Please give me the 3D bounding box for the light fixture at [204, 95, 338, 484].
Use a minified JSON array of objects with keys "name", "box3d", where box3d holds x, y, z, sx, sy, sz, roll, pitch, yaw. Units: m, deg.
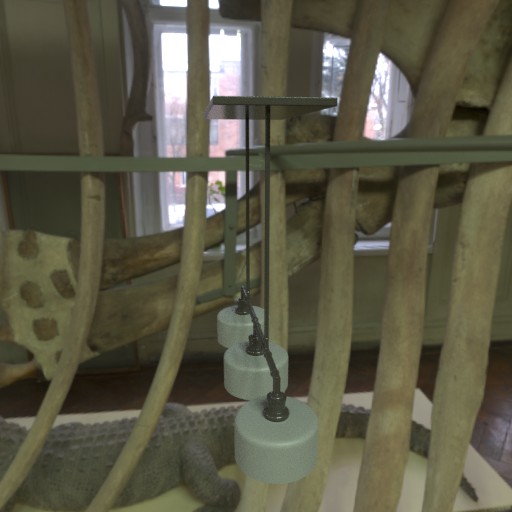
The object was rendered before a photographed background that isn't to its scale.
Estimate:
[{"name":"light fixture","box3d":[0.000,0.000,0.874,0.177,0.557,0.582,-2,14,-8]}]
